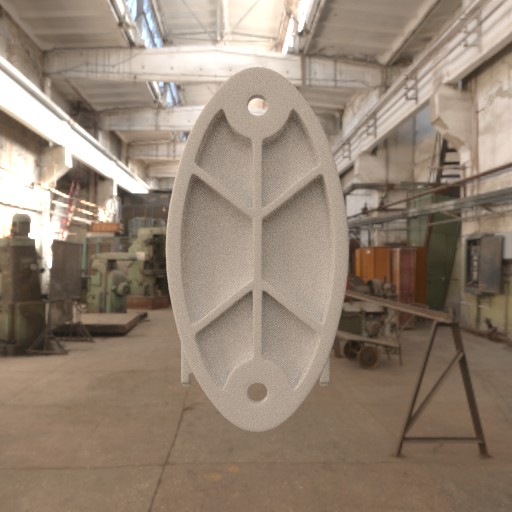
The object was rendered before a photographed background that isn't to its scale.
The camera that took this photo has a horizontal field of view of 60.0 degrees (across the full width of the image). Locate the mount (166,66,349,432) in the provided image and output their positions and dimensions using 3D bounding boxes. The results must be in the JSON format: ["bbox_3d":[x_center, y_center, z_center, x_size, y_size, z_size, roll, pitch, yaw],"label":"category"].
[{"bbox_3d":[0.000,0.000,0.176,0.066,0.118,0.100,0,0,-1],"label":"mount"}]
